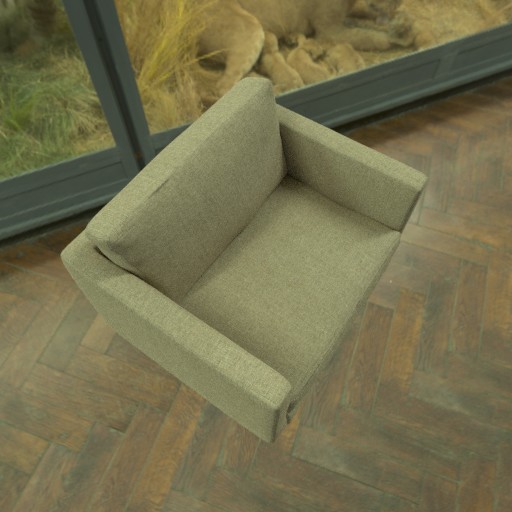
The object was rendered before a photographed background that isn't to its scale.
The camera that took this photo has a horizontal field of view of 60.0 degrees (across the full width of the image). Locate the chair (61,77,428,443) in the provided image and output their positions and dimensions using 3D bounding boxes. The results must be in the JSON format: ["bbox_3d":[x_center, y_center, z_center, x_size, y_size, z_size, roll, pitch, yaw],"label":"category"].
[{"bbox_3d":[0.000,0.000,1.870,0.959,0.987,1.107,31,64,17],"label":"chair"}]
